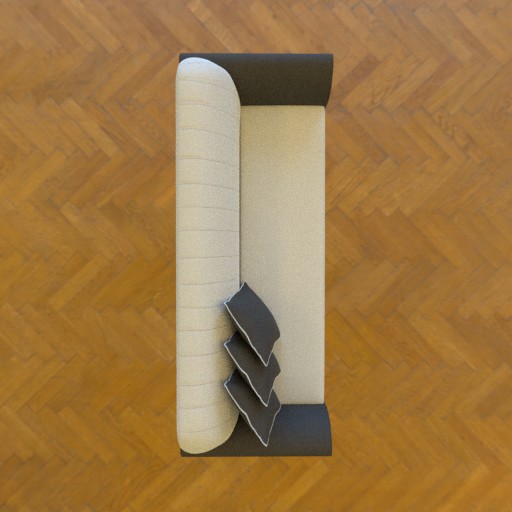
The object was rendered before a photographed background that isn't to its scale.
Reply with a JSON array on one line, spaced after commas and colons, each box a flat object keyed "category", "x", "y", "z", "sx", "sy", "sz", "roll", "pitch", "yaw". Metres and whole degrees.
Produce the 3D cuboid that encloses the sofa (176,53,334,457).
[{"category": "sofa", "x": 0.000, "y": 0.000, "z": 2.387, "sx": 0.755, "sy": 0.787, "sz": 2.001, "roll": 0, "pitch": 91, "yaw": -1}]
